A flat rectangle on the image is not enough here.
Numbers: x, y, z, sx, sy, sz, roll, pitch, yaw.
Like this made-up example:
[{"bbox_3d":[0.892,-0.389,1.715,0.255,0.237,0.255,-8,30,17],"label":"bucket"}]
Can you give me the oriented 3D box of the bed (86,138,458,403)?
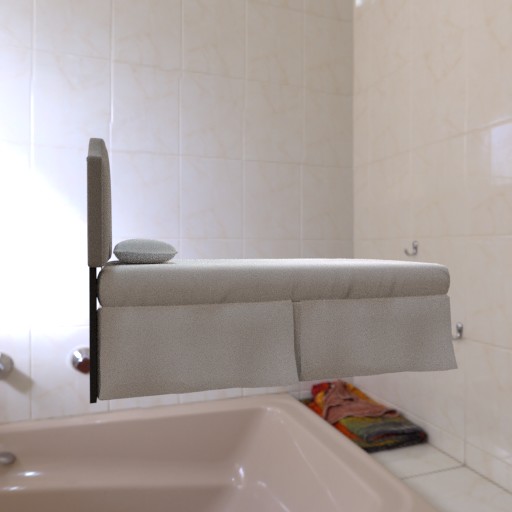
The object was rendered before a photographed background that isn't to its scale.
[{"bbox_3d":[0.000,0.000,2.928,1.999,1.270,1.558,0,1,-17],"label":"bed"}]
